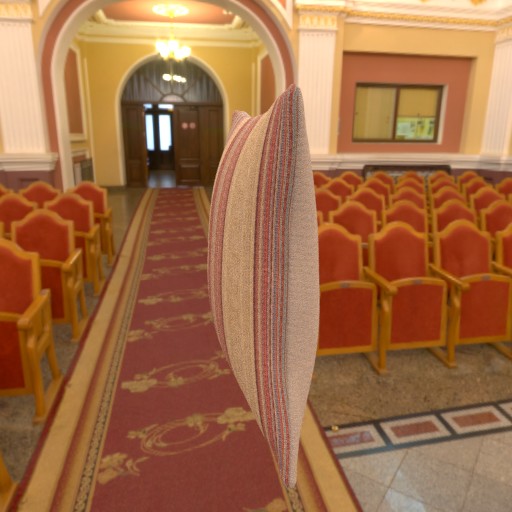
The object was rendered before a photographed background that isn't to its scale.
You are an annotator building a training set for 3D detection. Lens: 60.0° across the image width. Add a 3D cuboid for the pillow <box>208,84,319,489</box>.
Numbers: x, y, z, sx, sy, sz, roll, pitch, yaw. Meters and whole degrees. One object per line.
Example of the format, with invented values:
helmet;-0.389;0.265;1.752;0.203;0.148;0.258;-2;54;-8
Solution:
pillow;0.000;0.000;0.632;0.136;0.419;0.437;-3;15;-9
